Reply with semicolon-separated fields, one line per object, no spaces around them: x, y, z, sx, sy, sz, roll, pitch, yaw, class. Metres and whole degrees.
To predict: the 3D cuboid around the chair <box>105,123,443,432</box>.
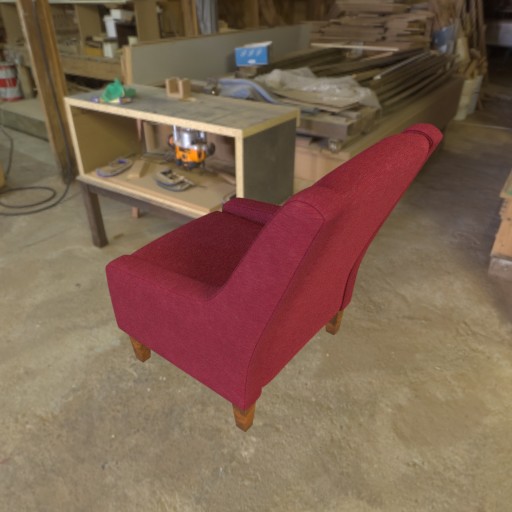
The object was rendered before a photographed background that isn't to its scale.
0.000;0.000;1.718;0.985;1.017;0.793;22;38;31;chair
